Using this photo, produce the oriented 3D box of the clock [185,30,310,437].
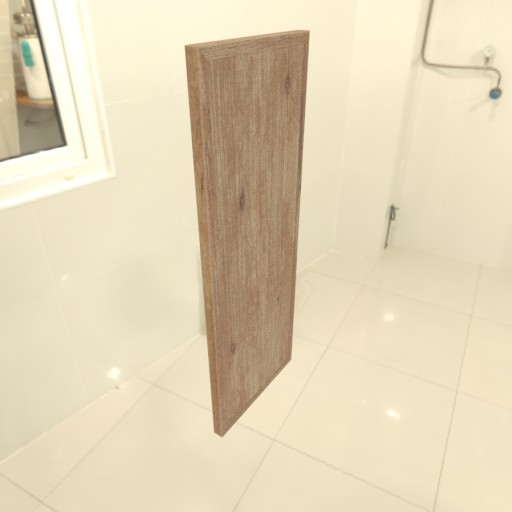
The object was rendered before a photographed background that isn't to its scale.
[{"bbox_3d":[0.000,0.000,1.084,0.030,0.965,0.361,20,37,29],"label":"clock"}]
